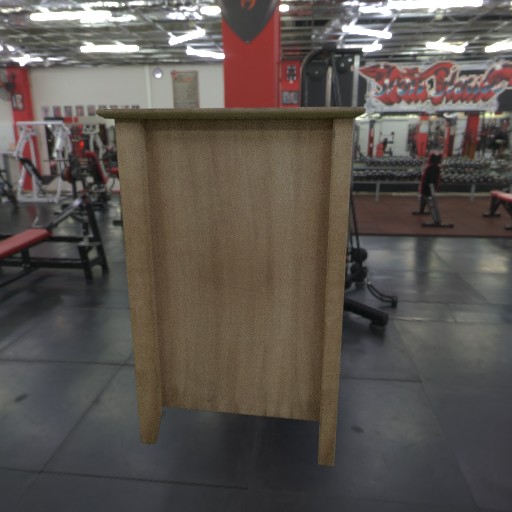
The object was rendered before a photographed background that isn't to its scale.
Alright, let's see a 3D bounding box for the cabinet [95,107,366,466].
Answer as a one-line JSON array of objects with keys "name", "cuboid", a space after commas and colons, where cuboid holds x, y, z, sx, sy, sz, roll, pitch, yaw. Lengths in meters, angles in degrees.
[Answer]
[{"name": "cabinet", "cuboid": [0.000, 0.000, 1.258, 0.503, 0.762, 0.763, 2, 16, 8]}]
